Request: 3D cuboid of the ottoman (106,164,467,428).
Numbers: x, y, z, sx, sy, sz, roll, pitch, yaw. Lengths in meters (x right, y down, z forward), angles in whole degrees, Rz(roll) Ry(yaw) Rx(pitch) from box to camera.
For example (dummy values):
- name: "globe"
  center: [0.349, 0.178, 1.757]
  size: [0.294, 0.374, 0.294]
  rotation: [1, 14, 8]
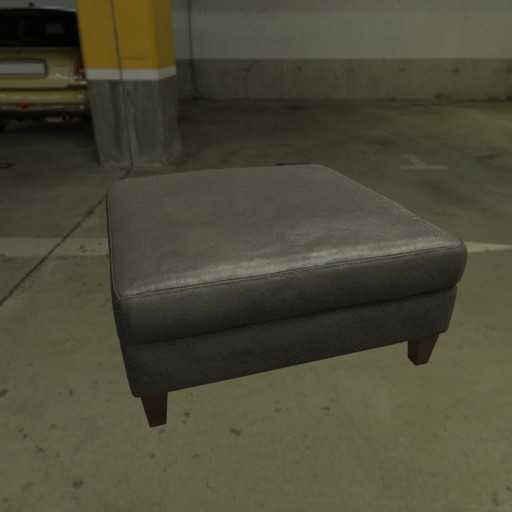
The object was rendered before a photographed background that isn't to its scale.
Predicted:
- name: "ottoman"
  center: [0.000, 0.000, 1.346]
  size: [0.836, 0.415, 0.844]
  rotation: [-8, 27, -16]
